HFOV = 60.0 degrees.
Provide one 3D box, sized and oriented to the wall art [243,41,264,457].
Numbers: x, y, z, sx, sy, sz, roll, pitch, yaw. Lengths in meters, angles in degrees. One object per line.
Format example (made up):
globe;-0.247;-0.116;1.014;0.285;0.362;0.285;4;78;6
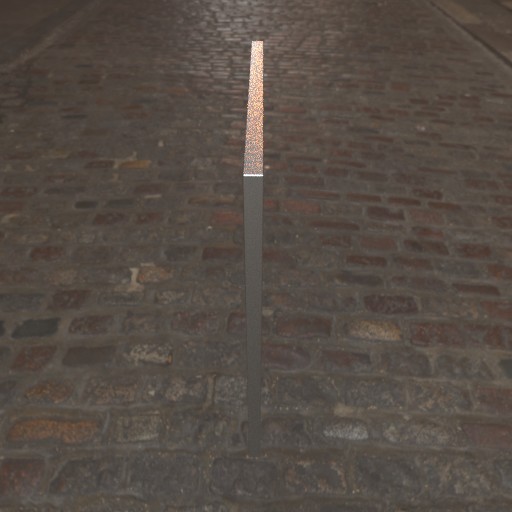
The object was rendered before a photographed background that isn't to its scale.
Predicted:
wall art;0.000;0.000;1.414;0.037;1.062;0.801;0;41;1
